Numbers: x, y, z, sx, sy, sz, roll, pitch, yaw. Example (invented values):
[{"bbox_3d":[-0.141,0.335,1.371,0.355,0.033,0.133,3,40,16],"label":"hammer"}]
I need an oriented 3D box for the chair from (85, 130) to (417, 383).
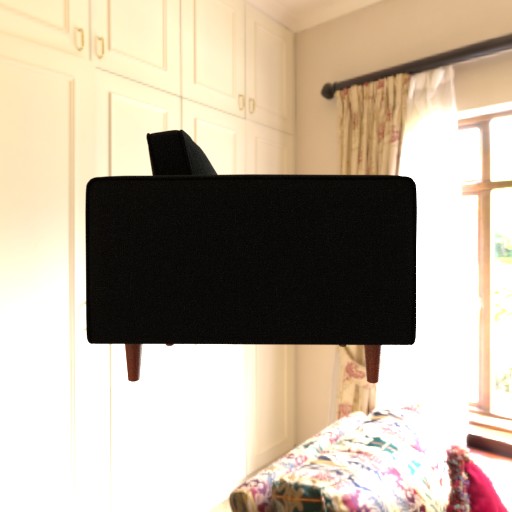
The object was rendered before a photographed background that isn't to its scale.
[{"bbox_3d":[0.000,0.000,1.624,0.920,0.770,0.899,0,0,1],"label":"chair"}]
